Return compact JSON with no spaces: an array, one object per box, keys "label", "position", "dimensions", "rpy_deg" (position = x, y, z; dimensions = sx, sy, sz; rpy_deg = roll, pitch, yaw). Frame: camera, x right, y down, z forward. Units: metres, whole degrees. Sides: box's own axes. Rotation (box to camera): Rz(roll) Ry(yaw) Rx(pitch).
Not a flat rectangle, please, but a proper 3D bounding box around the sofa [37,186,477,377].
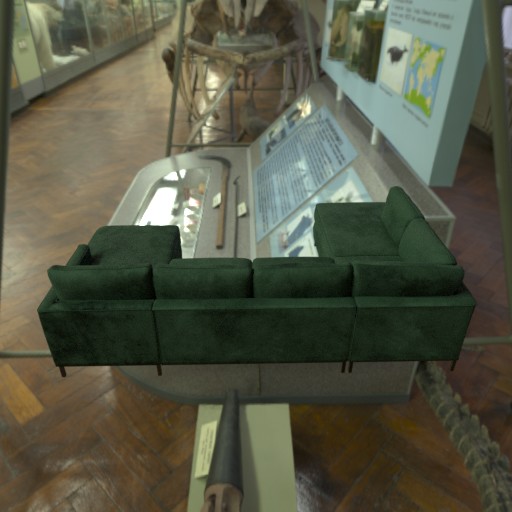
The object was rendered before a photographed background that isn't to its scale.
[{"label":"sofa","position":[0.000,0.000,3.860],"dimensions":[2.994,0.861,1.992],"rpy_deg":[-1,31,-1]}]
